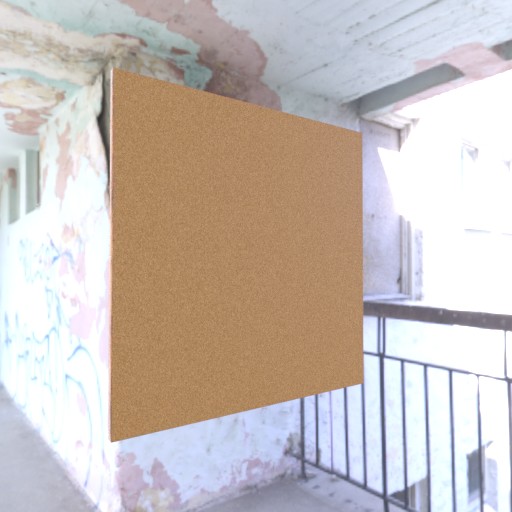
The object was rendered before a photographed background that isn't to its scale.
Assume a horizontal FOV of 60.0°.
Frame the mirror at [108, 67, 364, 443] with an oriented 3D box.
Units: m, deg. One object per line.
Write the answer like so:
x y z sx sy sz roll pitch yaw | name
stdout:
0.000 0.000 1.210 0.804 0.804 0.061 1 -1 -36 | mirror
